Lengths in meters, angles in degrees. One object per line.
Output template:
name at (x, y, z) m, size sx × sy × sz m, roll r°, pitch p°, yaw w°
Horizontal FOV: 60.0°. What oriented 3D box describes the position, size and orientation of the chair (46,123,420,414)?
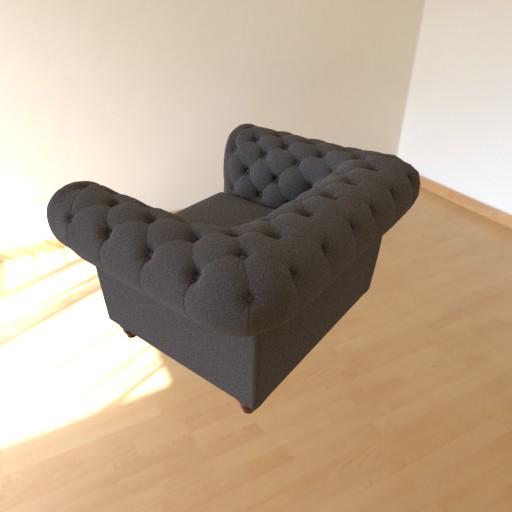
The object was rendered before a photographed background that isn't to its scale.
chair at (0.000, 0.000, 1.898) m, size 0.976 × 0.770 × 1.270 m, roll 22°, pitch 38°, yaw 31°
